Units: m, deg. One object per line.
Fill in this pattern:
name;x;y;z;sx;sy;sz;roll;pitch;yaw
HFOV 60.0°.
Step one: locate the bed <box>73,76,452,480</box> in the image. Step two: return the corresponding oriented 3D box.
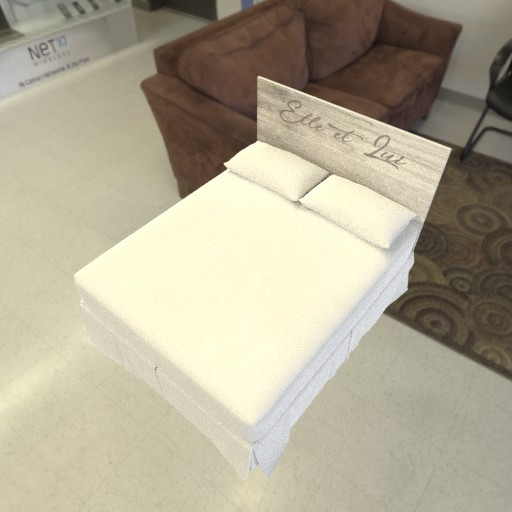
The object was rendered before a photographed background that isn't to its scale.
bed;0.000;0.000;3.112;1.745;1.335;2.094;31;54;26
